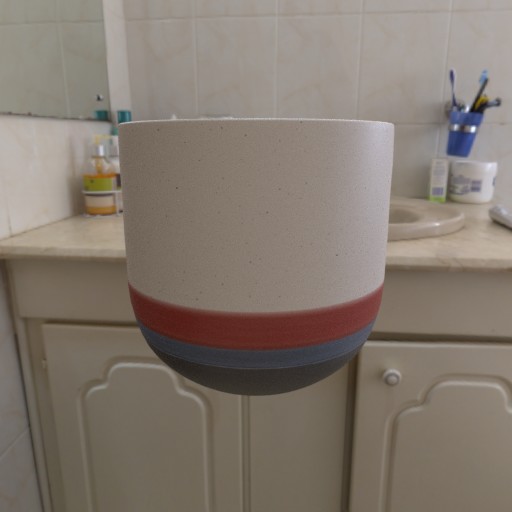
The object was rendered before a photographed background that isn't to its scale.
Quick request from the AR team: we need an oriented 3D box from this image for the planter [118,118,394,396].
[{"bbox_3d":[0.000,0.000,0.478,0.268,0.270,0.268,0,14,0],"label":"planter"}]
